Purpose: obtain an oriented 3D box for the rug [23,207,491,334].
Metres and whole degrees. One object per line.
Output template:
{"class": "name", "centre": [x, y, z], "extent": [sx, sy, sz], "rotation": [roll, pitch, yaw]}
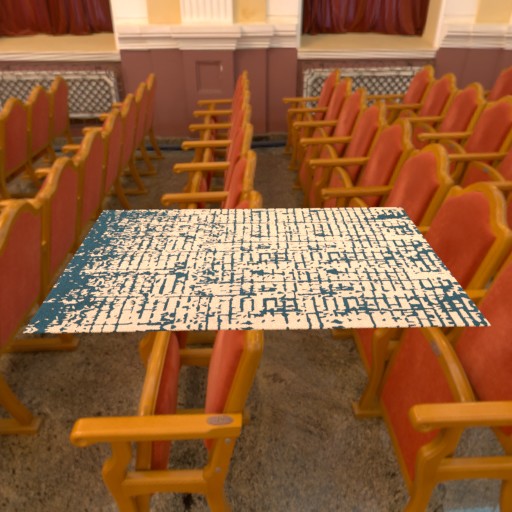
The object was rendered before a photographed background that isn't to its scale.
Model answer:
{"class": "rug", "centre": [0.000, 0.000, 2.959], "extent": [2.435, 0.011, 1.517], "rotation": [-1, 30, -1]}
